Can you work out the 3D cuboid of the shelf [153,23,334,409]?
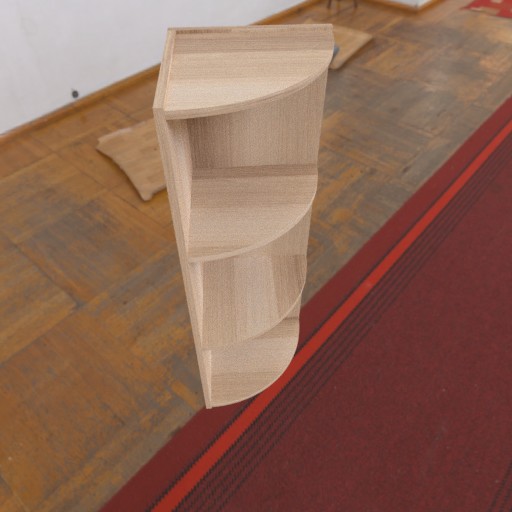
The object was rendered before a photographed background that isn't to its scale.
[{"bbox_3d":[0.000,0.000,0.996,0.290,0.872,0.290,-3,46,-3],"label":"shelf"}]
